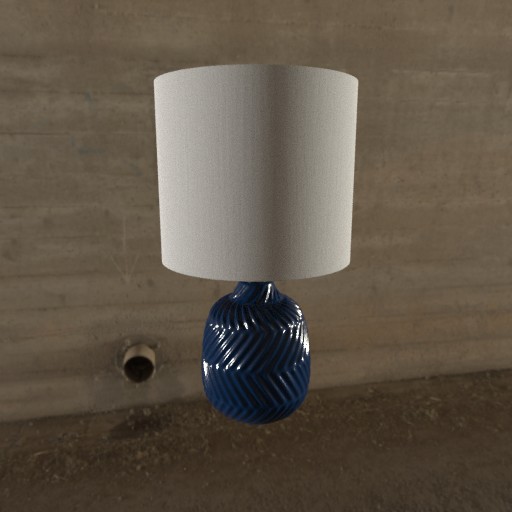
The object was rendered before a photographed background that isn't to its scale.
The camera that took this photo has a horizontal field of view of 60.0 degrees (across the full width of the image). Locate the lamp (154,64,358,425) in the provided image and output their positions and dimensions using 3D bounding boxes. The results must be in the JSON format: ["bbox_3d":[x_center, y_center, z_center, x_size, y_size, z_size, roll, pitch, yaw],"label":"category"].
[{"bbox_3d":[0.000,0.000,0.489,0.203,0.368,0.203,12,17,43],"label":"lamp"}]
